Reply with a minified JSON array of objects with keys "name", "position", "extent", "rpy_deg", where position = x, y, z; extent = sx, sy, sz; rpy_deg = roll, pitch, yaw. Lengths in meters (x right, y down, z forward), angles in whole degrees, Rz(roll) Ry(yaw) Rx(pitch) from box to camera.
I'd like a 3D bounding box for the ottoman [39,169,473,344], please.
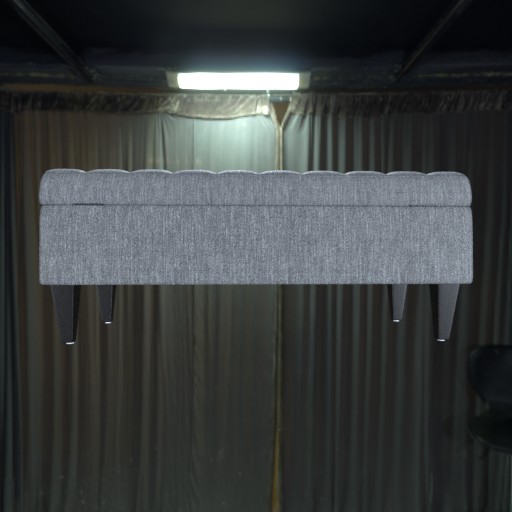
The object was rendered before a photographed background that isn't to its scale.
[{"name":"ottoman","position":[0.000,0.000,1.393],"extent":[1.151,0.469,0.482],"rpy_deg":[0,0,-2]}]
